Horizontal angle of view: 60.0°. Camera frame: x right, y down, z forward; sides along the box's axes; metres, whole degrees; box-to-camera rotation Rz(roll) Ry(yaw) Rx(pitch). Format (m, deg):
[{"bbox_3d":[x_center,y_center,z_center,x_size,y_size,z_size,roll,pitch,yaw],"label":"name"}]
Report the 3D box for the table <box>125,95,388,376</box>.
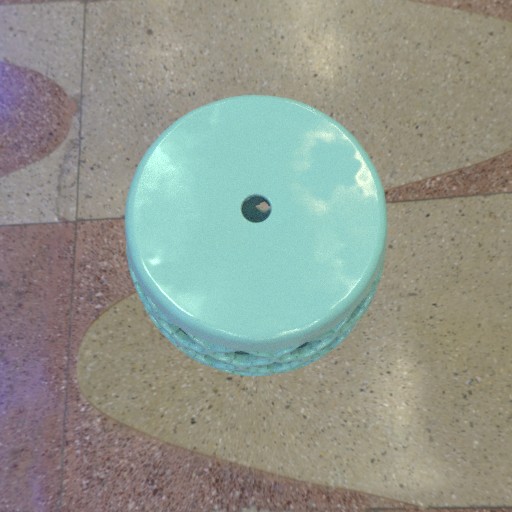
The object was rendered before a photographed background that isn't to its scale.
[{"bbox_3d":[0.000,0.000,0.623,0.325,0.388,0.325,0,76,0],"label":"table"}]
